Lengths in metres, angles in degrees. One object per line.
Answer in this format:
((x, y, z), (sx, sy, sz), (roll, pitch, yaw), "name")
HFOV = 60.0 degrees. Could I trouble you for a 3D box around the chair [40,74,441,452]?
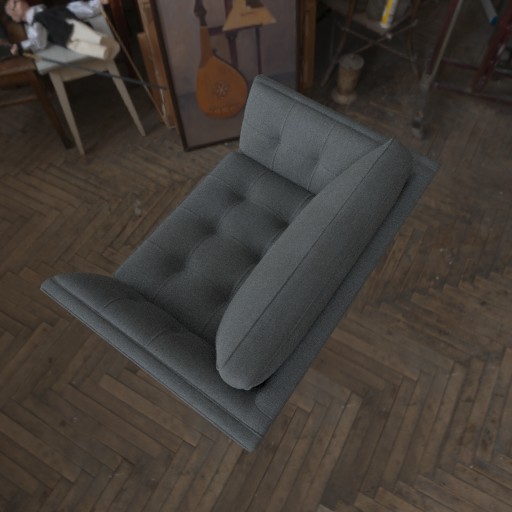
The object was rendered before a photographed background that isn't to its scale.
((0.000, 0.000, 2.017), (0.965, 0.942, 1.396), (32, 66, 16), "chair")
